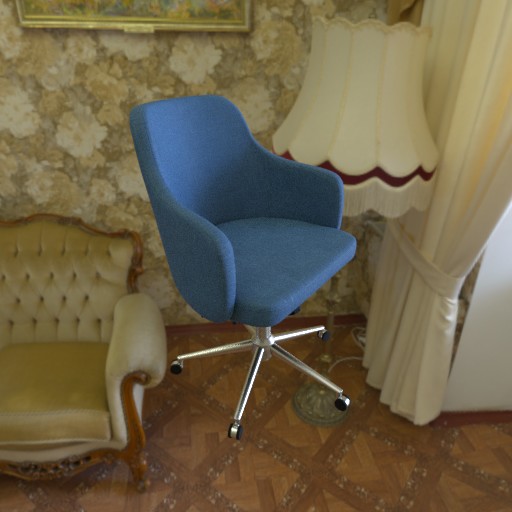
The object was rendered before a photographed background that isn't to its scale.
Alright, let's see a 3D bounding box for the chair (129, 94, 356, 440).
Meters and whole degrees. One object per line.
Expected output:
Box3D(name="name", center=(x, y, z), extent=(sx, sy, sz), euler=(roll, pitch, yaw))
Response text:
Box3D(name="chair", center=(0.000, 0.000, 1.279), extent=(0.655, 0.820, 0.599), euler=(18, 32, 31))
